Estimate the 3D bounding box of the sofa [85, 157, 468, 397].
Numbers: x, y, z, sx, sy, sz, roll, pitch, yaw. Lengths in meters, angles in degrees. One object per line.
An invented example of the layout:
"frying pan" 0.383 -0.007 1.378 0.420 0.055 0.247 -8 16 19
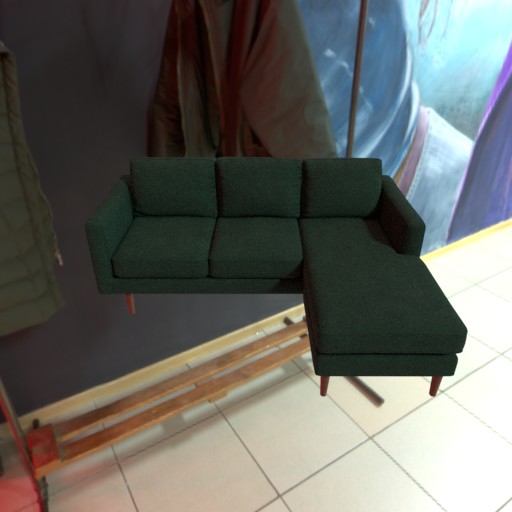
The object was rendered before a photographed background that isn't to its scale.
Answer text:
"sofa" 0.000 0.000 2.767 2.030 0.899 1.580 0 30 0
